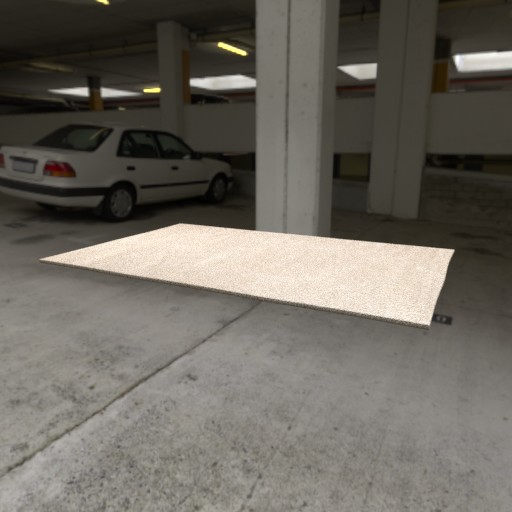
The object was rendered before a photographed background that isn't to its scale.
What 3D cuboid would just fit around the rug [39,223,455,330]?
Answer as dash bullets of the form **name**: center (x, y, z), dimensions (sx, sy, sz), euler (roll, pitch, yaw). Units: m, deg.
- **rug**: center (0.000, 0.000, 2.963), dimensions (2.346, 0.025, 1.500), euler (7, 16, 26)
